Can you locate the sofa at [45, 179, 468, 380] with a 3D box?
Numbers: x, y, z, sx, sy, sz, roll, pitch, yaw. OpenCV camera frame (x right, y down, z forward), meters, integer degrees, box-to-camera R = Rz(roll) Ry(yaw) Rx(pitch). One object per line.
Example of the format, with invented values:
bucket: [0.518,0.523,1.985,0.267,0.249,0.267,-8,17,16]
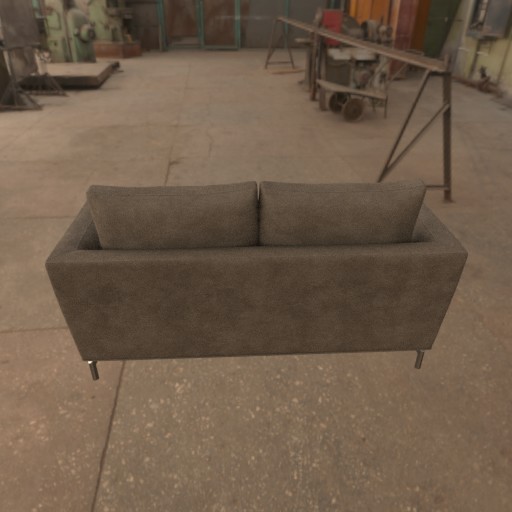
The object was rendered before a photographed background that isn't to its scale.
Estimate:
sofa: [0.000,0.000,2.366,1.832,1.013,0.855,-1,31,-2]
